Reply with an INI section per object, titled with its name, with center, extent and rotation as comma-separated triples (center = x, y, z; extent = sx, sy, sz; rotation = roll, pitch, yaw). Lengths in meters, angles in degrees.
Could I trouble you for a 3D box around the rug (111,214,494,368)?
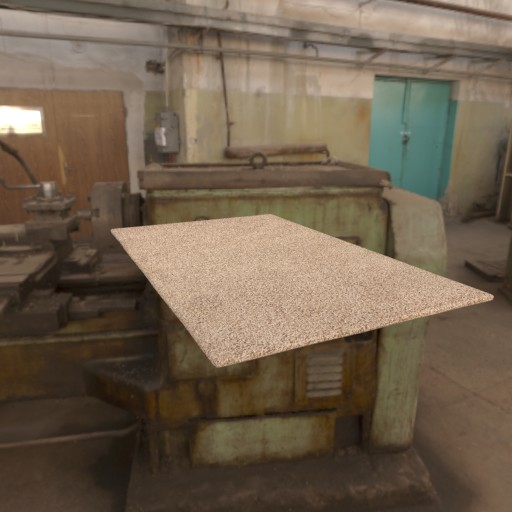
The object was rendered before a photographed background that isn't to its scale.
[rug]
center = 0.000, 0.000, 2.988
extent = 1.524, 0.030, 2.438
rotation = -8, 18, -25
